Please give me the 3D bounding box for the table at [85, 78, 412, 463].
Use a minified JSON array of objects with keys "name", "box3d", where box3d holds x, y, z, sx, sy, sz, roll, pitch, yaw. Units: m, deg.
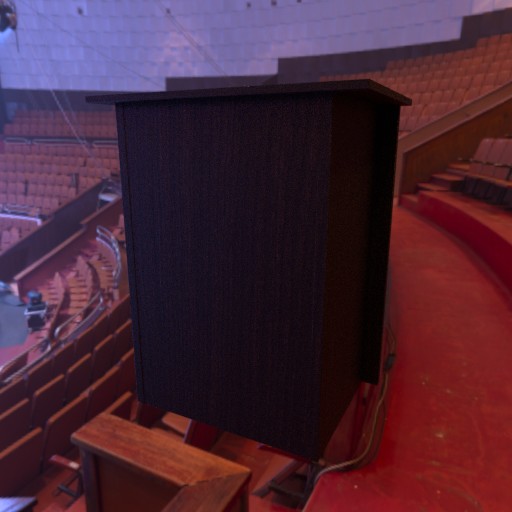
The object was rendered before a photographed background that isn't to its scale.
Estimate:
[{"name":"table","box3d":[0.000,0.000,1.055,0.591,0.711,0.406,8,17,26]}]
